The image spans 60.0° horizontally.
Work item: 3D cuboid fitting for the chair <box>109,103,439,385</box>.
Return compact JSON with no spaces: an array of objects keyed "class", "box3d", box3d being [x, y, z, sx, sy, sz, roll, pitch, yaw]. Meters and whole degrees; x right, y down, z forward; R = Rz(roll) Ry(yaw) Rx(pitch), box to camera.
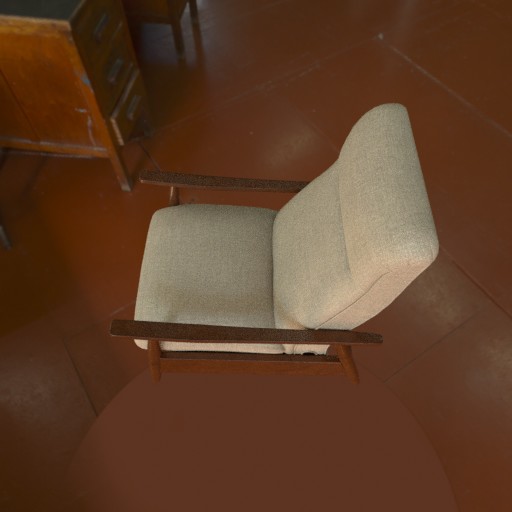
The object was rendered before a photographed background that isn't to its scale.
[{"class":"chair","box3d":[0.000,0.000,1.798,1.014,1.082,0.762,1,59,0]}]
